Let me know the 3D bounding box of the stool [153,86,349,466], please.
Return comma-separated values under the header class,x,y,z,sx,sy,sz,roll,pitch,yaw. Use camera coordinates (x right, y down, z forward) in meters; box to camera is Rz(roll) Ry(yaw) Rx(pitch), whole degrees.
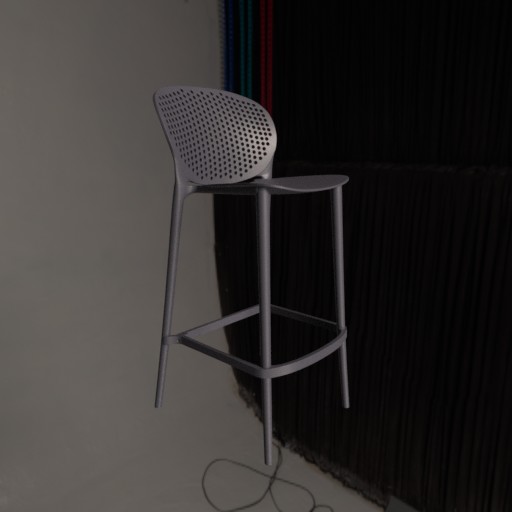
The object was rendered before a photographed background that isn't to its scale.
class,x,y,z,sx,sy,sz,roll,pitch,yaw
stool,0.000,0.000,1.405,0.535,1.045,0.536,14,20,43
